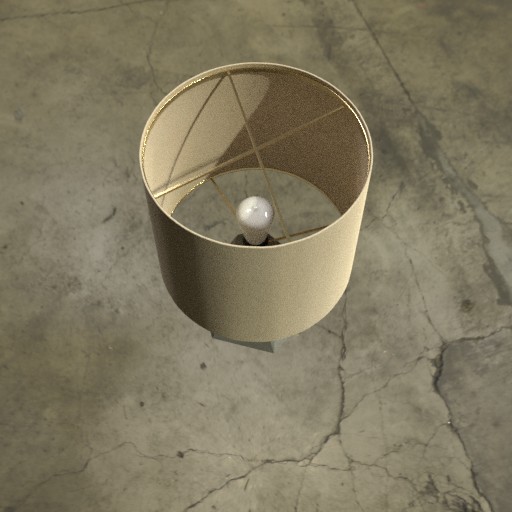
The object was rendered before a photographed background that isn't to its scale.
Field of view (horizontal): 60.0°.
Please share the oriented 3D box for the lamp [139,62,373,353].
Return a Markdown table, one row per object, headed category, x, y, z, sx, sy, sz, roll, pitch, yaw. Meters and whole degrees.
| category | x | y | z | sx | sy | sz | roll | pitch | yaw |
| --- | --- | --- | --- | --- | --- | --- | --- | --- | --- |
| lamp | 0.000 | 0.000 | 0.661 | 0.276 | 0.501 | 0.276 | 0 | 64 | 0 |
